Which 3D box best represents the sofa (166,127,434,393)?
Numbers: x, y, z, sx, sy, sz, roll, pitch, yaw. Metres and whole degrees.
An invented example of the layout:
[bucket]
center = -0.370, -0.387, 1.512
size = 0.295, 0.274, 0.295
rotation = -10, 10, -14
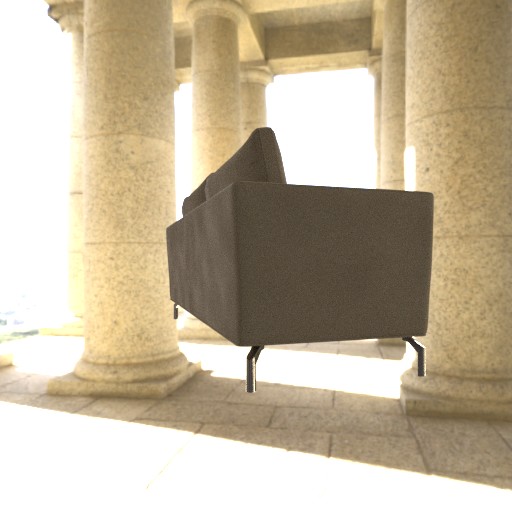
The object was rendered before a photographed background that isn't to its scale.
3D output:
[sofa]
center = 0.000, 0.000, 2.716
size = 0.868, 1.005, 2.214
rotation = 0, -1, -17
